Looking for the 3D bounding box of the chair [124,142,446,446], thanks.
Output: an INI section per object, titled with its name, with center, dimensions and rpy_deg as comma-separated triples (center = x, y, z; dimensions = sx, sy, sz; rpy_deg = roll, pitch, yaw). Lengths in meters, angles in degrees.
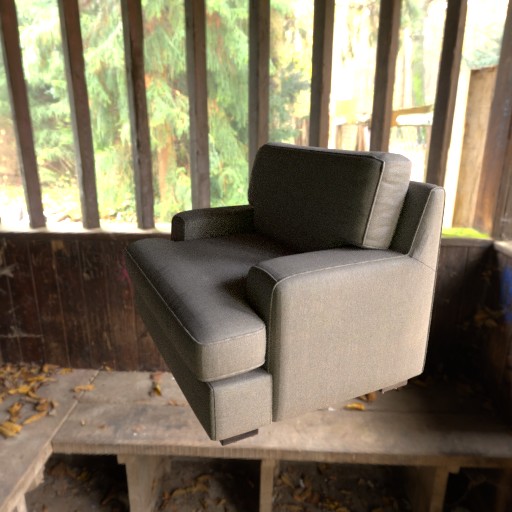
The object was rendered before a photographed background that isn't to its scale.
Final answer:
[chair]
center = 0.000, 0.000, 2.056
dimensions = 1.043, 0.974, 1.270
rpy_deg = -8, 19, -25
